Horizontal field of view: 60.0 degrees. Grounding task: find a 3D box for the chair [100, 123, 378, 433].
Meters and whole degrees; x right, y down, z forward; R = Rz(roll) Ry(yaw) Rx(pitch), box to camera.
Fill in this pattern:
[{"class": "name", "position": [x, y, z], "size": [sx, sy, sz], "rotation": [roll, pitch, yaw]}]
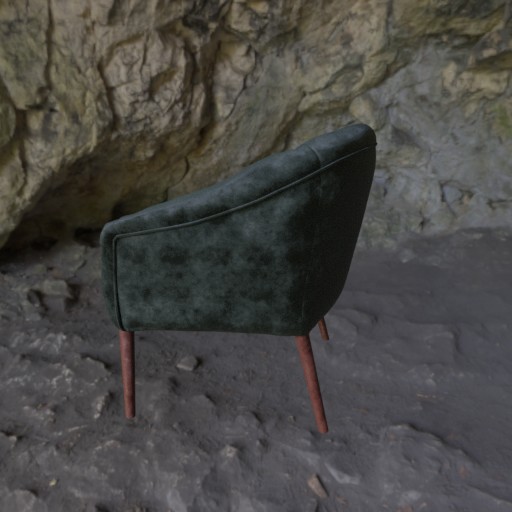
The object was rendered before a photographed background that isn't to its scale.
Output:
[{"class": "chair", "position": [0.000, 0.000, 1.550], "size": [0.776, 0.885, 0.851], "rotation": [2, 15, 9]}]
